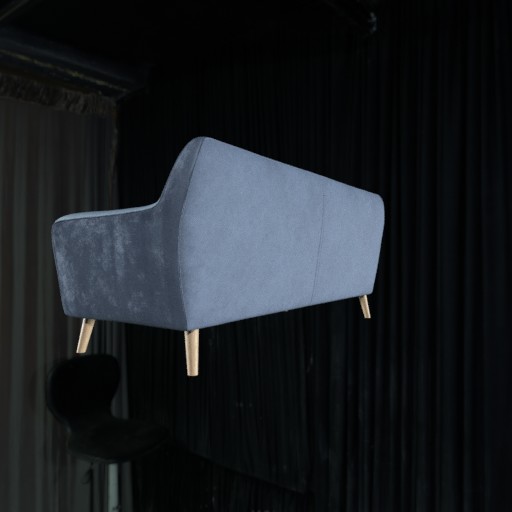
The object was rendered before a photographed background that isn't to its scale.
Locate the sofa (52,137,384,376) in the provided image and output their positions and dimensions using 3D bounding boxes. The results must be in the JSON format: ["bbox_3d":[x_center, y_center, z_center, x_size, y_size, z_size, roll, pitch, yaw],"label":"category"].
[{"bbox_3d":[0.000,0.000,2.454,0.841,0.832,1.975,0,0,34],"label":"sofa"}]
